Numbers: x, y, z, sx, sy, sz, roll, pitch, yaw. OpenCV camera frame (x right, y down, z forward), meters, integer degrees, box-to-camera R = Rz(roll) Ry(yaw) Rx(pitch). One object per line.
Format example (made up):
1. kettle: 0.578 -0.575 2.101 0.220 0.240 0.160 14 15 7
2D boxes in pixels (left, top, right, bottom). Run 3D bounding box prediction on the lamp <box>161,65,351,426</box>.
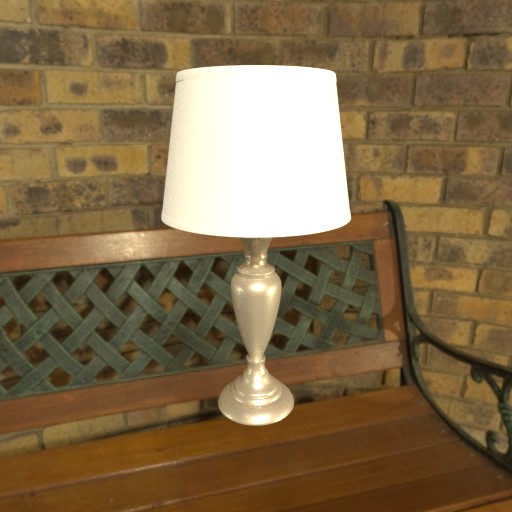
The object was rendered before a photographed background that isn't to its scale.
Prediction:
1. lamp: 0.000 0.000 0.805 0.328 0.612 0.328 0 17 0
